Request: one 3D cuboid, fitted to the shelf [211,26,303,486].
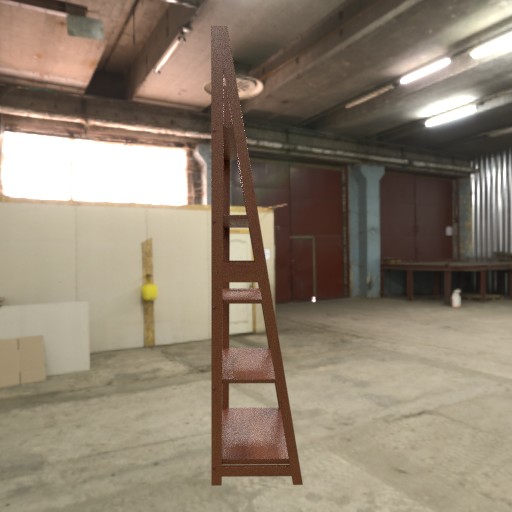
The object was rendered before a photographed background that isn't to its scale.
[{"bbox_3d":[0.000,0.000,2.031,0.356,1.780,0.630,0,0,-1],"label":"shelf"}]
